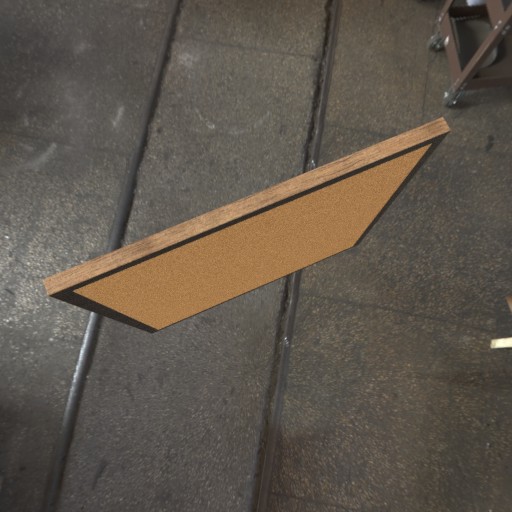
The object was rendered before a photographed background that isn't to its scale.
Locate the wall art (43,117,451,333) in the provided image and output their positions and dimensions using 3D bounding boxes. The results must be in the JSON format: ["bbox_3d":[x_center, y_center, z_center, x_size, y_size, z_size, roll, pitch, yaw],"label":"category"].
[{"bbox_3d":[0.000,0.000,1.039,0.695,0.691,0.029,-23,77,-6],"label":"wall art"}]
